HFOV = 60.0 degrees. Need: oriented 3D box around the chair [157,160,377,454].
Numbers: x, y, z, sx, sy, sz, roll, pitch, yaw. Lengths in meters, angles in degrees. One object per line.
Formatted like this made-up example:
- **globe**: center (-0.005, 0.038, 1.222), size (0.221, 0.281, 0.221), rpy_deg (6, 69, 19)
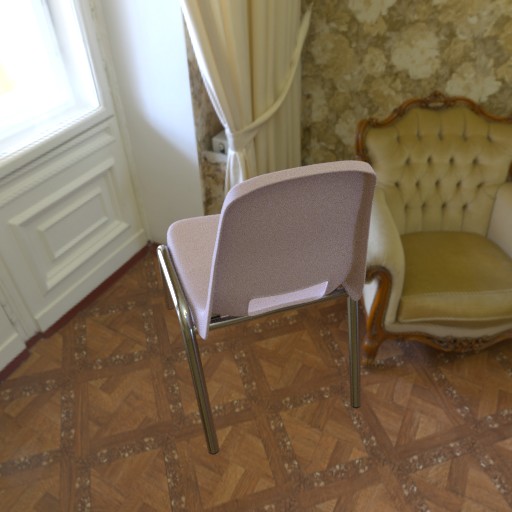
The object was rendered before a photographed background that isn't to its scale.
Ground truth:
- **chair**: center (0.000, 0.000, 0.851), size (0.354, 0.586, 0.423), rpy_deg (-12, 42, -14)
